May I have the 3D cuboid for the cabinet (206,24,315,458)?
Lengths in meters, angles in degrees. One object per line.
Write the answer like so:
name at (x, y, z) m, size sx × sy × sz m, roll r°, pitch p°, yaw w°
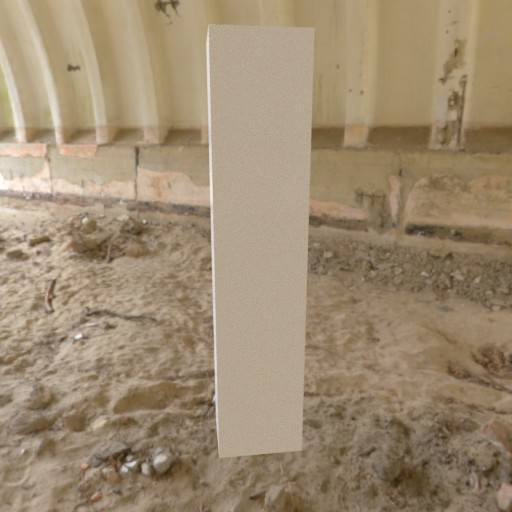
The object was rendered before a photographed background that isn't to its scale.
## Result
cabinet at (0.000, 0.000, 1.546) m, size 0.300 × 1.400 × 0.270 m, roll -2°, pitch 15°, yaw -7°
